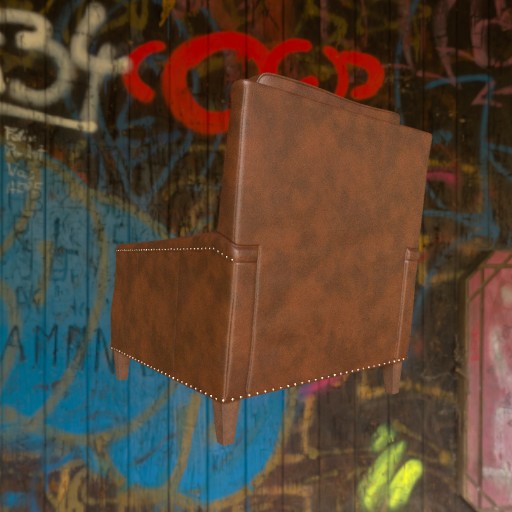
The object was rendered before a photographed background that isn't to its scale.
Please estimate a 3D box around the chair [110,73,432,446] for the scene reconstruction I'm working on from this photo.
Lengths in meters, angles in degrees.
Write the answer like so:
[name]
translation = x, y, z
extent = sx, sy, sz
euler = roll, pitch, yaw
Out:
[chair]
translation = 0.000, 0.000, 1.771
extent = 0.854, 1.054, 1.035
euler = 0, 0, -37
